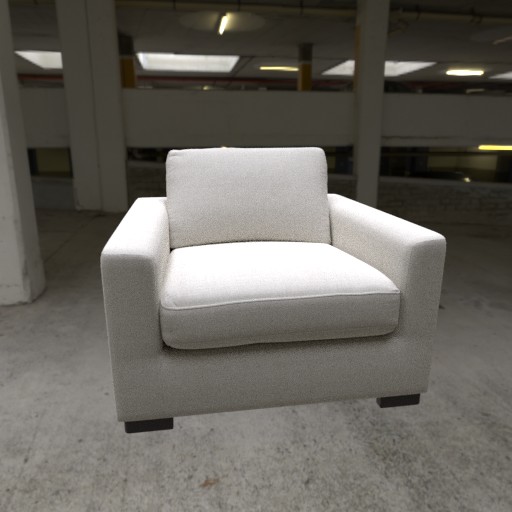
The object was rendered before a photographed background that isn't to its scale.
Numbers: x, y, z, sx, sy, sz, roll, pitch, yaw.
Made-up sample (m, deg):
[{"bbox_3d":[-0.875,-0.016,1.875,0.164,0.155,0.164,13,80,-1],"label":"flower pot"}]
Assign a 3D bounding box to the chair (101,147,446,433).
[{"bbox_3d":[0.000,0.000,1.870,1.070,0.876,1.100,-2,15,-9],"label":"chair"}]
